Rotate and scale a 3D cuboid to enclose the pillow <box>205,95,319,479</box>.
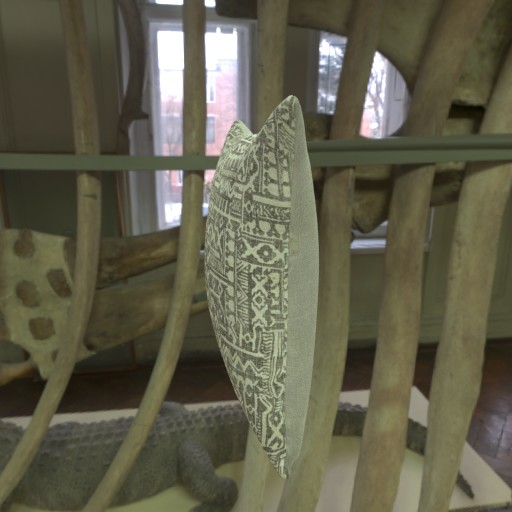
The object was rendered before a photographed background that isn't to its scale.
[{"bbox_3d":[0.000,0.000,0.781,0.180,0.487,0.546,-2,15,-9],"label":"pillow"}]
